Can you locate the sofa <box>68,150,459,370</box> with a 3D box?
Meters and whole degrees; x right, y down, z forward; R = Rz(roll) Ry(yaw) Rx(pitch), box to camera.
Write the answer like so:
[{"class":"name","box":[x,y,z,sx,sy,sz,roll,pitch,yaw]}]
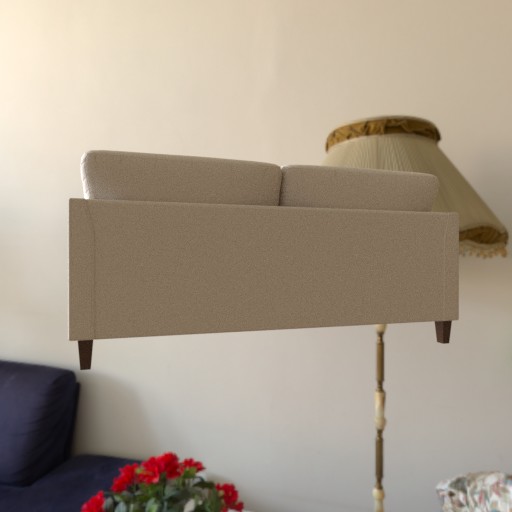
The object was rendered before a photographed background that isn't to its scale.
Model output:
[{"class":"sofa","box":[0.000,0.000,2.305,1.776,0.836,0.970,0,0,-18]}]
